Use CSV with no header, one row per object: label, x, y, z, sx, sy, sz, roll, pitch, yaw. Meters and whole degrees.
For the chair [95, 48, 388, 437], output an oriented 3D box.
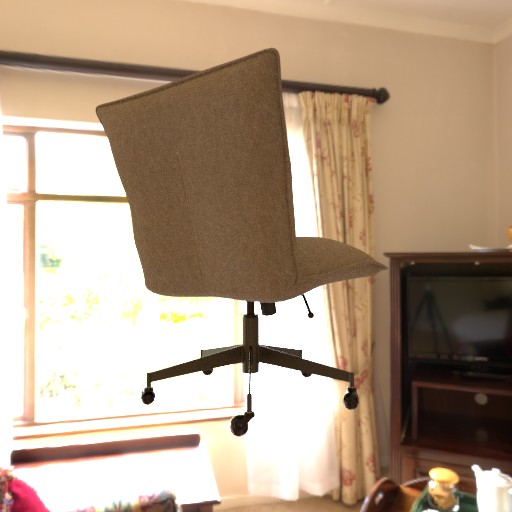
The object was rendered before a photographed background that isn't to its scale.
chair,0.000,0.000,1.285,0.597,0.811,0.696,-1,-1,37
